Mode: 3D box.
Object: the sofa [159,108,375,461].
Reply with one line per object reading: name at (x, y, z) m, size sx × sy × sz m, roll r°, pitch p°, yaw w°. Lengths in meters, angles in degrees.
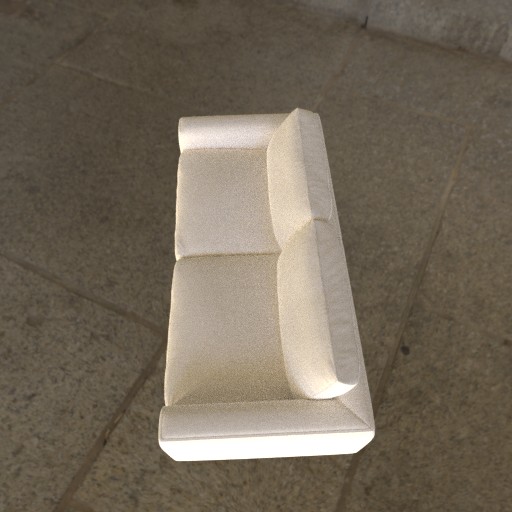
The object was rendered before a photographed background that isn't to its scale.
sofa at (0.000, 0.000, 2.796) m, size 1.070 × 0.801 × 2.262 m, roll -2°, pitch 58°, yaw -1°
